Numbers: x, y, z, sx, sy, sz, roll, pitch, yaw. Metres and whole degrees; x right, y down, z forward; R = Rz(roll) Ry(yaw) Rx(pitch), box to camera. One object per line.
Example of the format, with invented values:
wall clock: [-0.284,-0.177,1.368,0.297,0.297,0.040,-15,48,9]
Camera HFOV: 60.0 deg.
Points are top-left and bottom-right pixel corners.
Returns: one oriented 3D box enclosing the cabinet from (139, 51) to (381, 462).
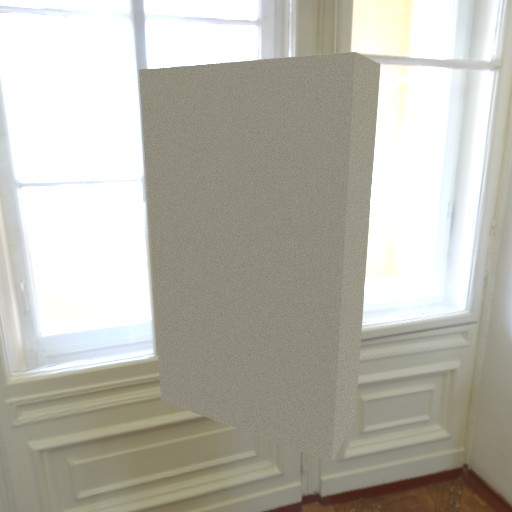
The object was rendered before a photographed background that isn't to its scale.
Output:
cabinet: [0.000,0.000,2.718,1.250,2.160,0.480,8,18,27]
